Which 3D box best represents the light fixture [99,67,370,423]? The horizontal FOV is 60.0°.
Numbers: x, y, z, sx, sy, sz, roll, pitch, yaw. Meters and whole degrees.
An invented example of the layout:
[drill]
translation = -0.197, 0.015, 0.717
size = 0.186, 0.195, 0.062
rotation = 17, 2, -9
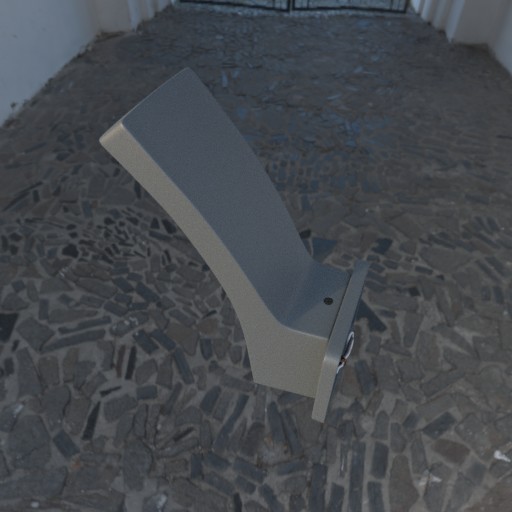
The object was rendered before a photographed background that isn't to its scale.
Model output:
[light fixture]
translation = 0.000, 0.000, 0.342
size = 0.174, 0.243, 0.108
rotation = 16, 48, 15
